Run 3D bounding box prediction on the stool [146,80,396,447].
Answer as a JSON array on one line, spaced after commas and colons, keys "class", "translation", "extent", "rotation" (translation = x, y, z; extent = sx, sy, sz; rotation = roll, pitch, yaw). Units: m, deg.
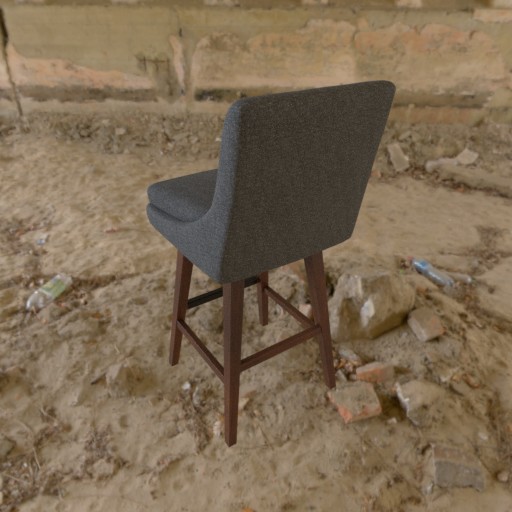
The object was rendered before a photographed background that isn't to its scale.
[{"class": "stool", "translation": [0.000, 0.000, 1.383], "extent": [0.489, 1.068, 0.572], "rotation": [-19, 35, -29]}]
